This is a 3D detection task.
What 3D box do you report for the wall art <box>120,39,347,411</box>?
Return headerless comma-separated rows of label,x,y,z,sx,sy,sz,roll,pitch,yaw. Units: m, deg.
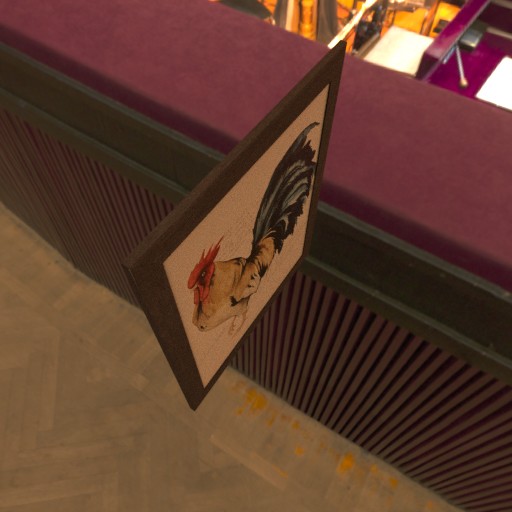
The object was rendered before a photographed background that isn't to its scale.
wall art,0.000,0.000,0.793,0.013,0.570,0.476,29,62,18
